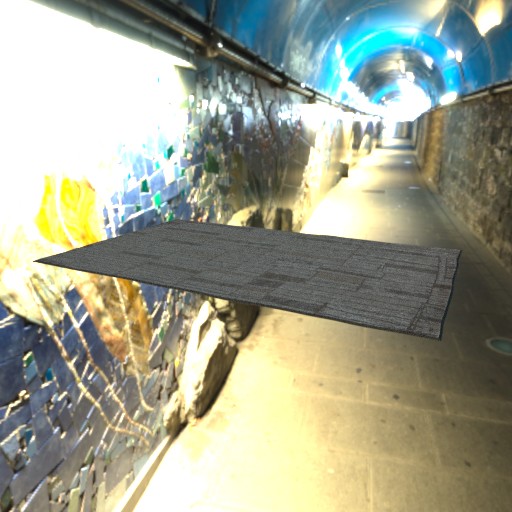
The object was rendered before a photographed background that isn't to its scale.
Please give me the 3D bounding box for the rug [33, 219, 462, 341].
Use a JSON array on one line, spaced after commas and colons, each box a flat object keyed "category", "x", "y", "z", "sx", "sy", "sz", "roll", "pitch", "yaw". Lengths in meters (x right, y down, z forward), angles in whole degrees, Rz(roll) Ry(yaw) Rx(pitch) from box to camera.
[{"category": "rug", "x": 0.000, "y": 0.000, "z": 2.957, "sx": 2.444, "sy": 0.023, "sz": 1.531, "roll": 8, "pitch": 18, "yaw": 26}]
